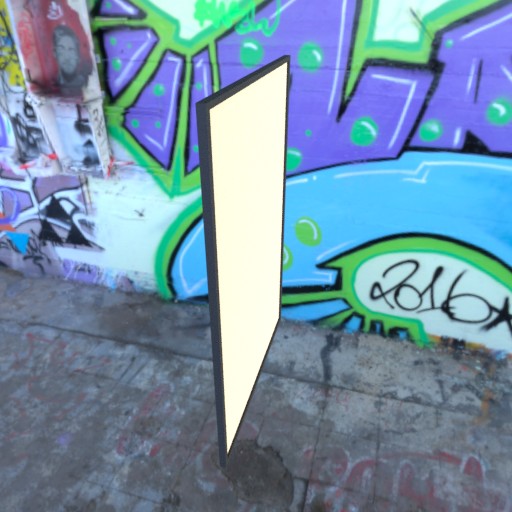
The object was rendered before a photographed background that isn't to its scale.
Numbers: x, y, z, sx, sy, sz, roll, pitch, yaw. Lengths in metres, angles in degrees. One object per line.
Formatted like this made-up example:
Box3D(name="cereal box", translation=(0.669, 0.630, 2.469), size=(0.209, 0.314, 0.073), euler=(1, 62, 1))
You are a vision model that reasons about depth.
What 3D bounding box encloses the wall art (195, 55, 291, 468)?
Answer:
Box3D(name="wall art", translation=(0.000, 0.000, 0.854), size=(0.013, 0.660, 0.460), euler=(8, 32, 13))
